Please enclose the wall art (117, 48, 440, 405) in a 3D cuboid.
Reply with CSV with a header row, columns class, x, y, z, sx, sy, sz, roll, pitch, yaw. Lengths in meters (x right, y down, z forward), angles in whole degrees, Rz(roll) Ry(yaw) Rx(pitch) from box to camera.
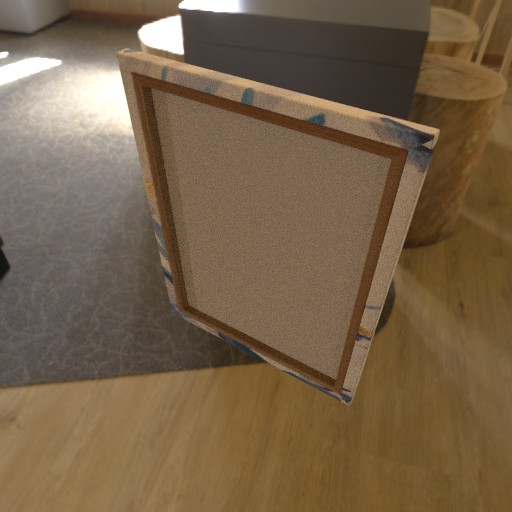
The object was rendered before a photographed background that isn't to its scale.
class,x,y,z,sx,sy,sz,roll,pitch,yaw
wall art,0.000,0.000,1.291,0.761,1.015,0.038,23,50,21
